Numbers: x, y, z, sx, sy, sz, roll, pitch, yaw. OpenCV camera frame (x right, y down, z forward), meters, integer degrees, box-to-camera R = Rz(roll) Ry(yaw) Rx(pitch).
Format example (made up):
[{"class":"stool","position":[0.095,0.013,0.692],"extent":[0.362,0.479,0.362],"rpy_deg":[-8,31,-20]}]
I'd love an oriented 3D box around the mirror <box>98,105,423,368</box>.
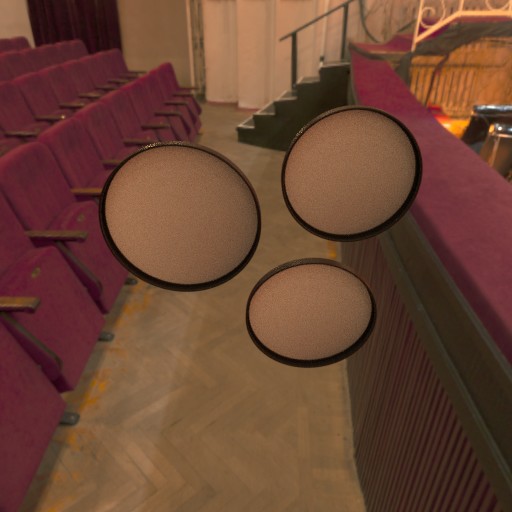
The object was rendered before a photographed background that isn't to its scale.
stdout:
[{"class":"mirror","position":[0.000,0.000,3.216],"extent":[2.160,2.096,0.076],"rpy_deg":[0,29,0]}]
